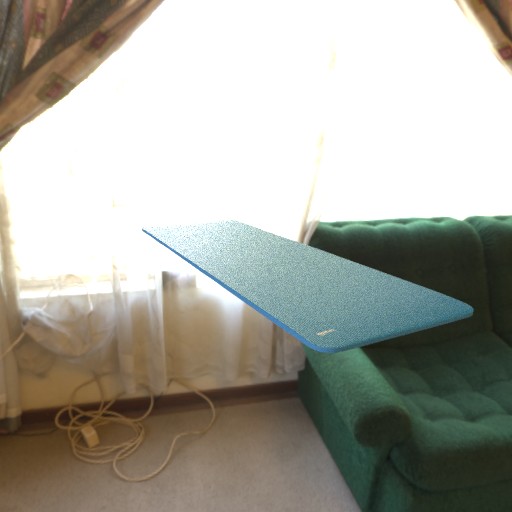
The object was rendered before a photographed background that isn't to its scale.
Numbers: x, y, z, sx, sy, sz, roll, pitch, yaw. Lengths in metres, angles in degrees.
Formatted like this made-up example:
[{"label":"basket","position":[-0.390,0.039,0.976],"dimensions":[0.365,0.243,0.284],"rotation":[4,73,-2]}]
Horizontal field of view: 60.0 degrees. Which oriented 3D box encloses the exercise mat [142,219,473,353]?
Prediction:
[{"label":"exercise mat","position":[0.000,0.000,2.058],"dimensions":[0.616,0.021,1.869],"rotation":[-8,17,-27]}]
